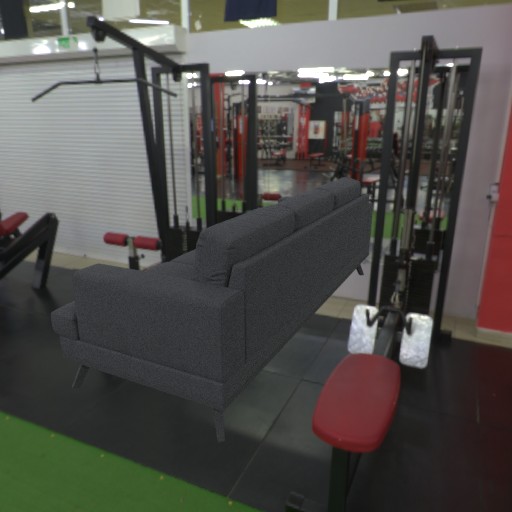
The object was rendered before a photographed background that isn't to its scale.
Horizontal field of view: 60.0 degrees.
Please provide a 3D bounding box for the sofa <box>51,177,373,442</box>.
[{"bbox_3d":[0.000,0.000,2.761,0.920,0.810,2.310,8,19,26],"label":"sofa"}]
